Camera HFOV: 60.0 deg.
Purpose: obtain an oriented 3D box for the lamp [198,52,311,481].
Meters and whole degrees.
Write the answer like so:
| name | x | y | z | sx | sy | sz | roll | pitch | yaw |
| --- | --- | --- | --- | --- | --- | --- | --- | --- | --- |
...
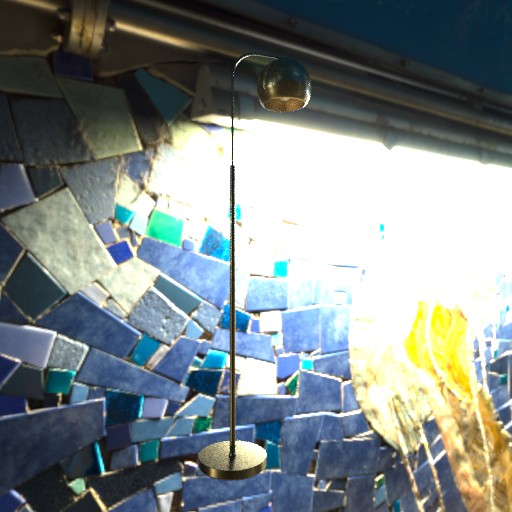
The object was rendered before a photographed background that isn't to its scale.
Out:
| name | x | y | z | sx | sy | sz | roll | pitch | yaw |
| --- | --- | --- | --- | --- | --- | --- | --- | --- | --- |
| lamp | 0.000 | 0.000 | 1.655 | 0.431 | 1.526 | 0.250 | 0 | 0 | -18 |
